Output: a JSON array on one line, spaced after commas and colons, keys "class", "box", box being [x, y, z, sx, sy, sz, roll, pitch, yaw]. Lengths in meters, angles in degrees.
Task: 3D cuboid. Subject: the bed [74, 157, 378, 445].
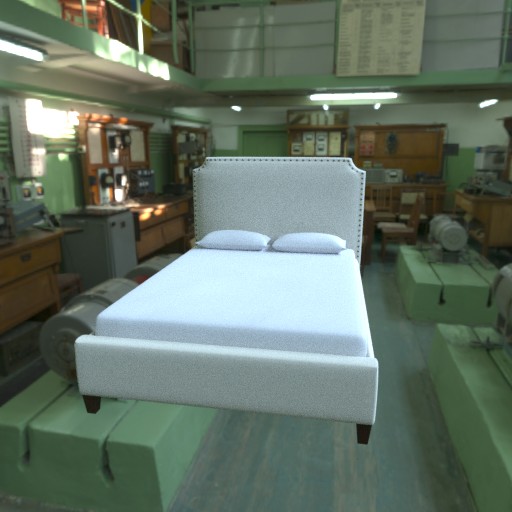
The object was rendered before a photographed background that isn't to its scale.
[{"class": "bed", "box": [0.000, 0.000, 3.425, 1.712, 1.443, 2.372, 2, 14, 10]}]
